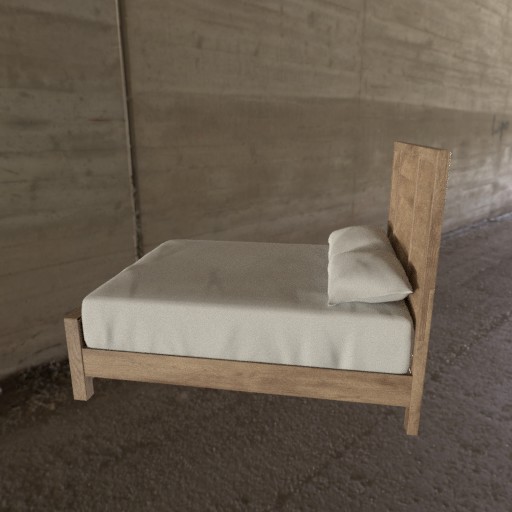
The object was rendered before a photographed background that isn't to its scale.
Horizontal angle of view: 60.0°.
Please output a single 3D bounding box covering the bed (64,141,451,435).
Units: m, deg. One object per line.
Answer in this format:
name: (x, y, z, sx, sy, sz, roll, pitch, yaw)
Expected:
bed: (0.000, 0.000, 3.313, 2.197, 1.626, 1.626, 3, 16, 9)
